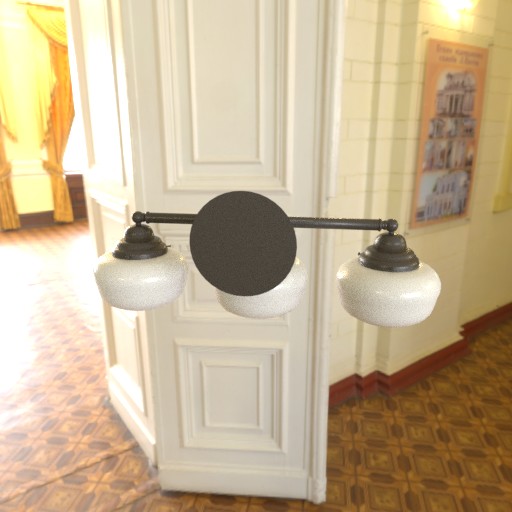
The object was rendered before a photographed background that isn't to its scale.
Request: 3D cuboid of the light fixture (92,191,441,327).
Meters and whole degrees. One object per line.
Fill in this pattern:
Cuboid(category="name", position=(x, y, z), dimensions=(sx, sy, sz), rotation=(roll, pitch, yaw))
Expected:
Cuboid(category="light fixture", position=(0.000, 0.000, 0.710), dimensions=(0.587, 0.242, 0.239), rotation=(2, 17, 8))
